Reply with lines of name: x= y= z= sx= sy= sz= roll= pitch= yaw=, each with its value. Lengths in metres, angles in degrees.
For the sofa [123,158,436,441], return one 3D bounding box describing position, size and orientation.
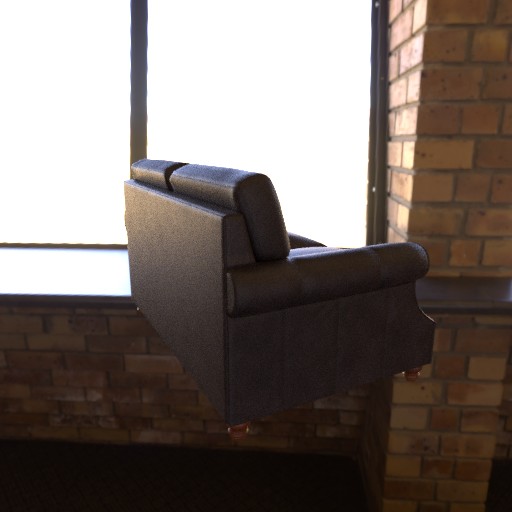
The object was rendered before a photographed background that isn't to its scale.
sofa: x=0.000 y=0.000 z=2.339 sx=1.030 sy=0.979 sz=1.663 roll=-8 pitch=16 yaw=-27
